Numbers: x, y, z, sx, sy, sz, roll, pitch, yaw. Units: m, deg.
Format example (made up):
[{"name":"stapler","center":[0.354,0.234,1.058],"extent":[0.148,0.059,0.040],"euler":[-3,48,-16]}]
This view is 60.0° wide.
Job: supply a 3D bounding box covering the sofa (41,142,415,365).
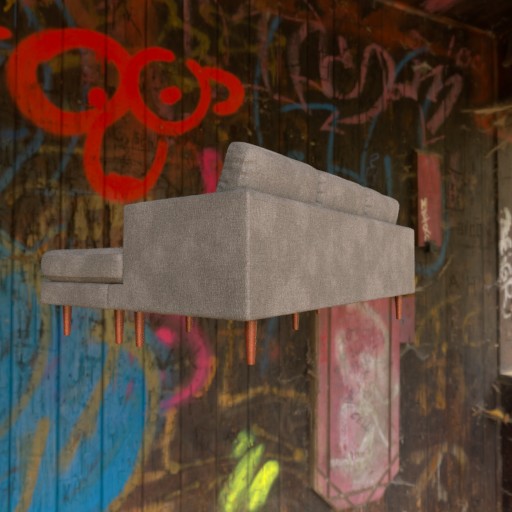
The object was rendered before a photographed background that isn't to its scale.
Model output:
[{"name":"sofa","center":[0.000,0.000,3.032],"extent":[1.504,0.956,2.233],"euler":[-1,-2,35]}]
